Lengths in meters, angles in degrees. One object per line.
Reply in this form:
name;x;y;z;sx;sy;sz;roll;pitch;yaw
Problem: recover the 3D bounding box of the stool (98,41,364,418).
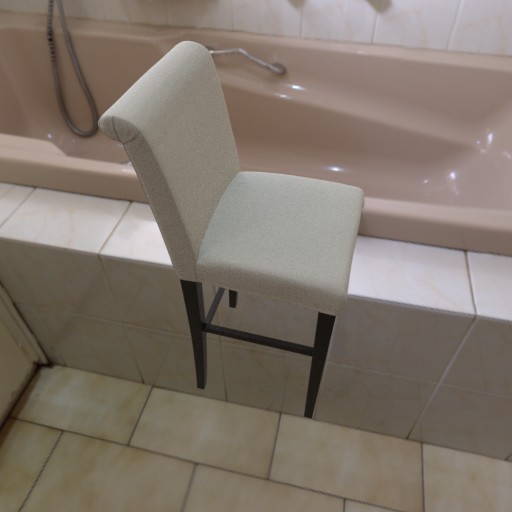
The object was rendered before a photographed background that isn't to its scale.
stool;0.000;0.000;1.423;0.597;1.124;0.452;11;46;11
